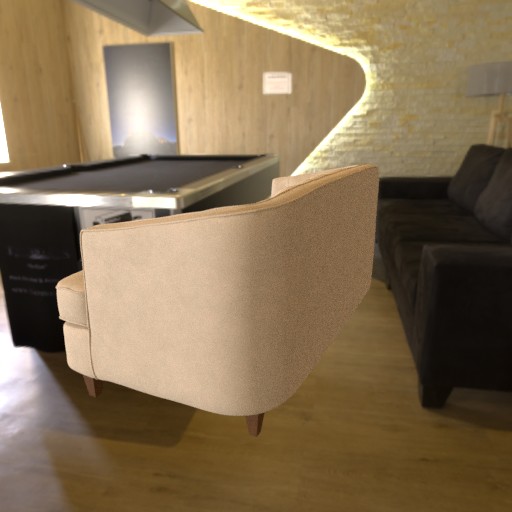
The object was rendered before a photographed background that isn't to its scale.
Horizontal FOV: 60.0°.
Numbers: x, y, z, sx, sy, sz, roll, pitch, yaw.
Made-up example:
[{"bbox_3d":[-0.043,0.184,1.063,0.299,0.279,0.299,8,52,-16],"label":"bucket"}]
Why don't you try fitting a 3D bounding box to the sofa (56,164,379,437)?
[{"bbox_3d":[0.000,0.000,2.252,0.940,0.878,1.731,8,19,25],"label":"sofa"}]
